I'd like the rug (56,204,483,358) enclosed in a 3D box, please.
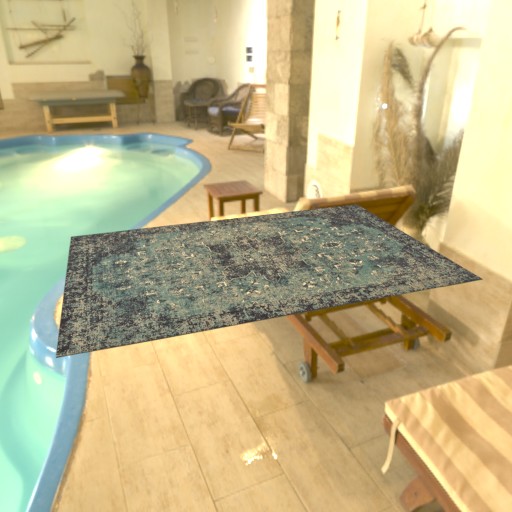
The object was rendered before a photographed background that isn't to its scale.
[{"bbox_3d":[0.000,0.000,3.034,2.440,0.007,1.525,-8,26,-16],"label":"rug"}]
